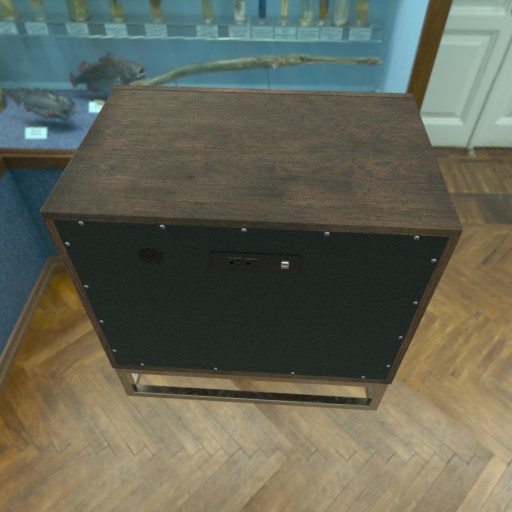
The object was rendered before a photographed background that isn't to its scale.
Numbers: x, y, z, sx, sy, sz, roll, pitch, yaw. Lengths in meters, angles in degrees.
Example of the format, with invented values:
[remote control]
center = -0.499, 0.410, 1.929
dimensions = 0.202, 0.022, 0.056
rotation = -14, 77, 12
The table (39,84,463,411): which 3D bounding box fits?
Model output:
[table]
center = 0.000, 0.000, 1.248
dimensions = 0.767, 0.746, 0.542
rotation = 3, 47, 2
